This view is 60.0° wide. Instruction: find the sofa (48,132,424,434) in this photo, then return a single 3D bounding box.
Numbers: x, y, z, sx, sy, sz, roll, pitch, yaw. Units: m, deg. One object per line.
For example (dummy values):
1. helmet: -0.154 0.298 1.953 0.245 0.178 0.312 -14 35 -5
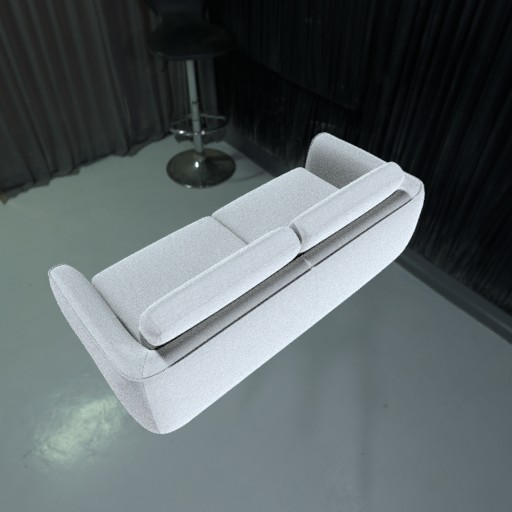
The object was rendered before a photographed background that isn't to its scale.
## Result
1. sofa: 0.000 0.000 2.491 2.000 0.850 0.920 -32 53 -27
